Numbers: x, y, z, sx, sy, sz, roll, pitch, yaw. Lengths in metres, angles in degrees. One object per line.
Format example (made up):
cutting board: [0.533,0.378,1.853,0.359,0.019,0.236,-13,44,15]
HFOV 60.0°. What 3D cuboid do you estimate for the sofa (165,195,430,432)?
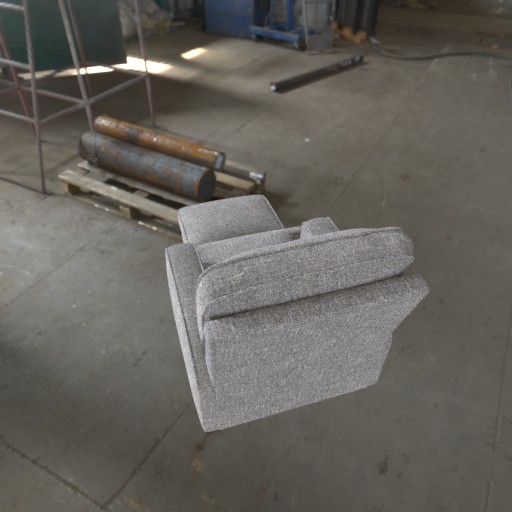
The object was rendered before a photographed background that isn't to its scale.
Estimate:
sofa: [0.000,0.000,2.135,0.861,0.959,1.472,-11,41,-13]
